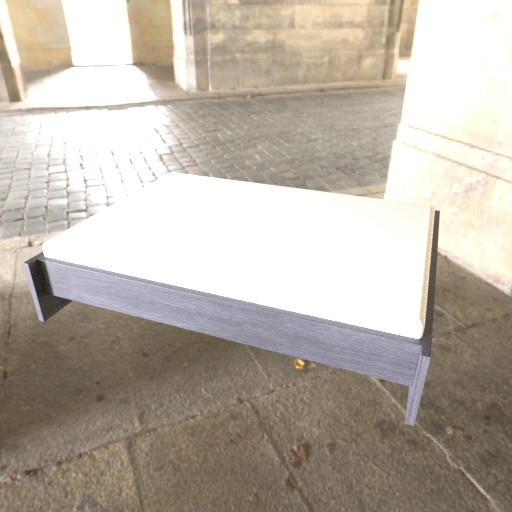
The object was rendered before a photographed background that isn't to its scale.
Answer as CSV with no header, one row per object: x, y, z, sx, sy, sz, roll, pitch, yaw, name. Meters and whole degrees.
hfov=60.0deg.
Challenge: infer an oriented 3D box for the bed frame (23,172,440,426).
0.000,0.000,2.607,1.950,0.432,1.490,10,30,19,bed frame
